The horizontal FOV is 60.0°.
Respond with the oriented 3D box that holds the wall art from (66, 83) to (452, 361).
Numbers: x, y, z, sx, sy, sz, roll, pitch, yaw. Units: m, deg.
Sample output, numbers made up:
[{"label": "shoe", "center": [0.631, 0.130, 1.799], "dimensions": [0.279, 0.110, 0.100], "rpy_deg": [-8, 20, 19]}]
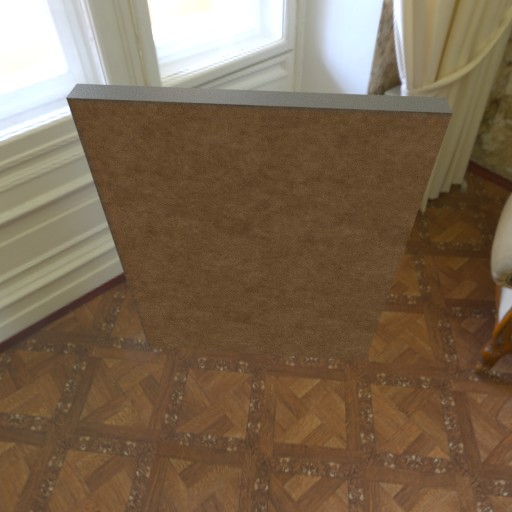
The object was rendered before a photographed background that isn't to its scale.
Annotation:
[{"label": "wall art", "center": [0.000, 0.000, 0.732], "dimensions": [0.453, 0.554, 0.037], "rpy_deg": [3, 47, 3]}]
